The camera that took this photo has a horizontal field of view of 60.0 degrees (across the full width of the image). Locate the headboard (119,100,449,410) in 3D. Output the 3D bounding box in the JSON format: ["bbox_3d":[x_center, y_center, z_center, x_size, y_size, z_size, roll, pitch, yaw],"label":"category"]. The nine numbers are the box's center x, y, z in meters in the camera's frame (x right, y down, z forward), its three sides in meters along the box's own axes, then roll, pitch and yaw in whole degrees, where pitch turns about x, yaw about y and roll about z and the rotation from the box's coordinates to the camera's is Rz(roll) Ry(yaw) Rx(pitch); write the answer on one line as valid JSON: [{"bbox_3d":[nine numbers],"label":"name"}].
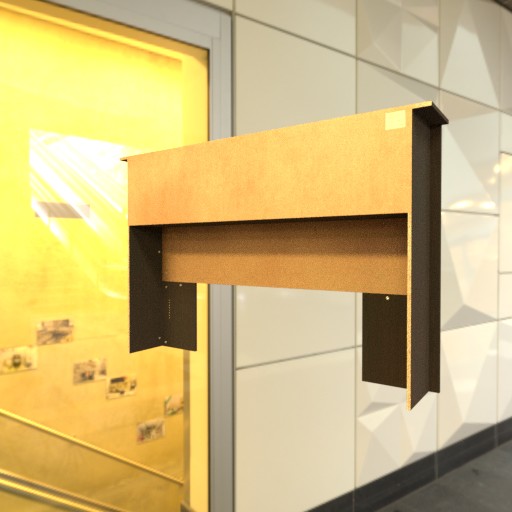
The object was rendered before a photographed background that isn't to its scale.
[{"bbox_3d":[0.000,0.000,2.131,1.671,1.092,0.279,1,1,35],"label":"headboard"}]
